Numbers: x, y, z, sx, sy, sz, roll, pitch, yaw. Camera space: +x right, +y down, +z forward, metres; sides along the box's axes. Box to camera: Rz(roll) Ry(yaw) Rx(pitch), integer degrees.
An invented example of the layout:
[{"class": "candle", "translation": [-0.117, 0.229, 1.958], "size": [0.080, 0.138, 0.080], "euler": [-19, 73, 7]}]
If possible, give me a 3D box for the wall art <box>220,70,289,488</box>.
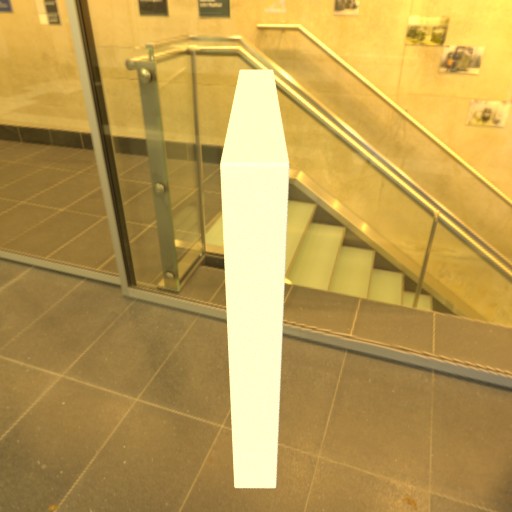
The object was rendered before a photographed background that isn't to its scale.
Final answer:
[{"class": "wall art", "translation": [0.000, 0.000, 0.448], "size": [0.038, 0.305, 0.305], "euler": [0, 32, 0]}]
